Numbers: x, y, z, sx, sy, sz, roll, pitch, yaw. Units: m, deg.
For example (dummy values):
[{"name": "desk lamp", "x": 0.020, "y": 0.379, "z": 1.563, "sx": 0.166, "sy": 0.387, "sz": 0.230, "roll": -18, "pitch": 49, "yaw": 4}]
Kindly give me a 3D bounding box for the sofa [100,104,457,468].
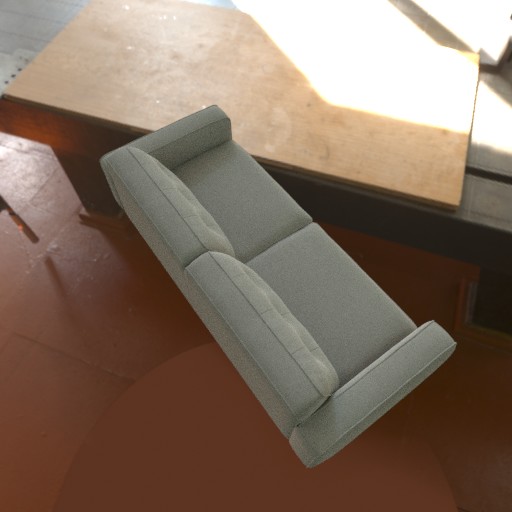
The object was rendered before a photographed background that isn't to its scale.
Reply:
[{"name": "sofa", "x": 0.000, "y": 0.000, "z": 2.723, "sx": 0.956, "sy": 0.781, "sz": 2.270, "roll": -31, "pitch": 63, "yaw": -18}]
